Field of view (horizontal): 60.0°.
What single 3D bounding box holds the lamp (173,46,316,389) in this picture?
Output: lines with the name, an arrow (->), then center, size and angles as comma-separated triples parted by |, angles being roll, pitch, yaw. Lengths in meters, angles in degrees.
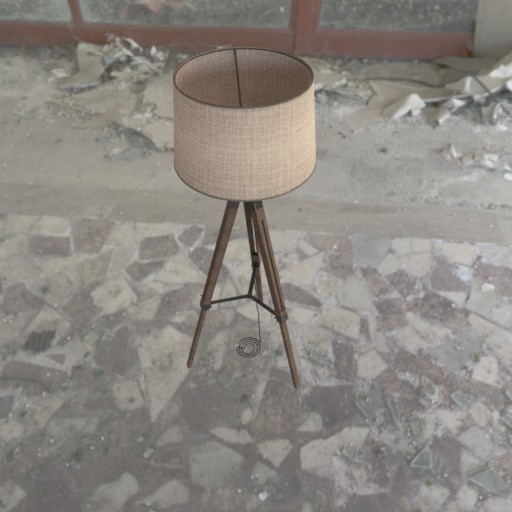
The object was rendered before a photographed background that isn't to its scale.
lamp -> 0.000, 0.000, 1.851 | 0.587, 1.510, 0.604 | 32, 54, 27
